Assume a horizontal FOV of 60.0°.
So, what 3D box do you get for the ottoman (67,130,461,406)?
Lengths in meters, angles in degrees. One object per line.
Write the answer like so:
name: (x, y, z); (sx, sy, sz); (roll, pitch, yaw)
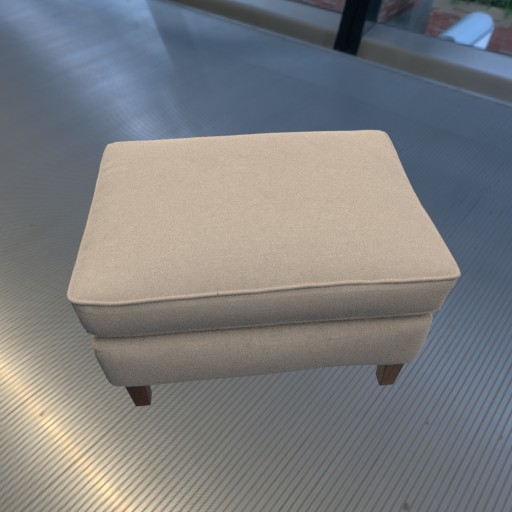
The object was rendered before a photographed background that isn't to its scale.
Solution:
ottoman: (0.000, 0.000, 0.987); (0.665, 0.456, 0.501); (-4, 47, -3)
